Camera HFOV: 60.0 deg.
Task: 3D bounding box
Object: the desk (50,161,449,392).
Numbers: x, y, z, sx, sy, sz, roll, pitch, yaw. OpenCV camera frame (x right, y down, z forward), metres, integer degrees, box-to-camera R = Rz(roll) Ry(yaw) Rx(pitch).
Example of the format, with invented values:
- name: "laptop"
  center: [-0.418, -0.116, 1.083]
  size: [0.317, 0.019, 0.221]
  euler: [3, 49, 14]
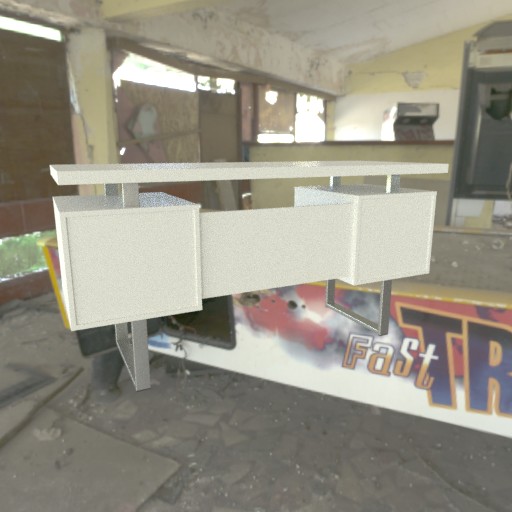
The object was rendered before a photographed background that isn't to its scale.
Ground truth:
- name: "desk"
  center: [0.000, 0.000, 1.908]
  size: [1.530, 0.773, 0.603]
  euler: [-6, 15, -25]
